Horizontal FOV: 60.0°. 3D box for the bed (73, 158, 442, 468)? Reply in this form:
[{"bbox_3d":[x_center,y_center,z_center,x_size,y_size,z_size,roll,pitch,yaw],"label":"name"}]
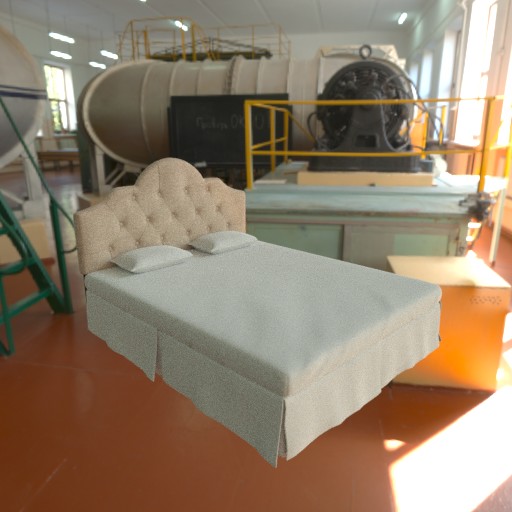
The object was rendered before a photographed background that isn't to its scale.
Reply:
[{"bbox_3d":[0.000,0.000,2.953,1.970,1.194,1.667,15,22,43],"label":"bed"}]
